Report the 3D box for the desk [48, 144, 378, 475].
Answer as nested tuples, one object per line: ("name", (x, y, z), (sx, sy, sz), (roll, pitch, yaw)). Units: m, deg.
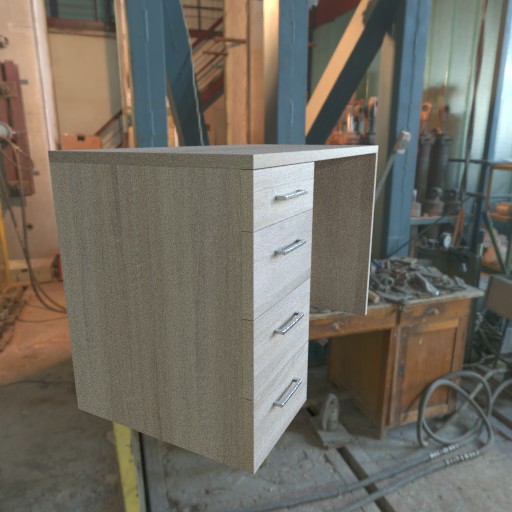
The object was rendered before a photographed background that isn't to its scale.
("desk", (0.000, 0.000, 1.536), (0.600, 0.731, 1.100), (8, 17, 26))
